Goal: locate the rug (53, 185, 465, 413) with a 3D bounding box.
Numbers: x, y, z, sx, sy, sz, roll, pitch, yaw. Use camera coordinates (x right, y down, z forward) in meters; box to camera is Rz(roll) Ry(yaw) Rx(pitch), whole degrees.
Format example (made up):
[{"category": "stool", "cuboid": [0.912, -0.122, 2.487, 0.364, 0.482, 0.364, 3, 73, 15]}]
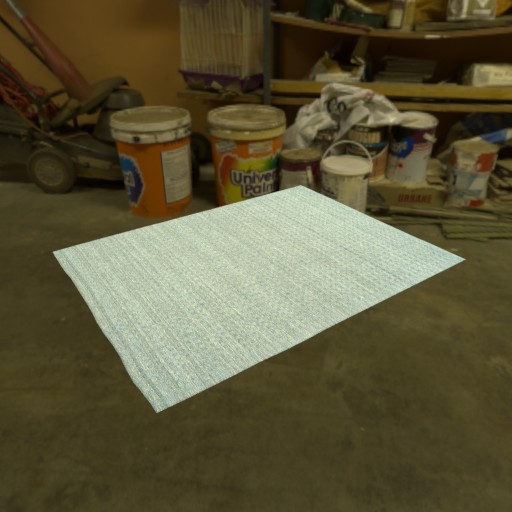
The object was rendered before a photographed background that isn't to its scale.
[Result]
[{"category": "rug", "cuboid": [0.000, 0.000, 4.310, 3.200, 0.007, 2.443, -19, 35, -30]}]
